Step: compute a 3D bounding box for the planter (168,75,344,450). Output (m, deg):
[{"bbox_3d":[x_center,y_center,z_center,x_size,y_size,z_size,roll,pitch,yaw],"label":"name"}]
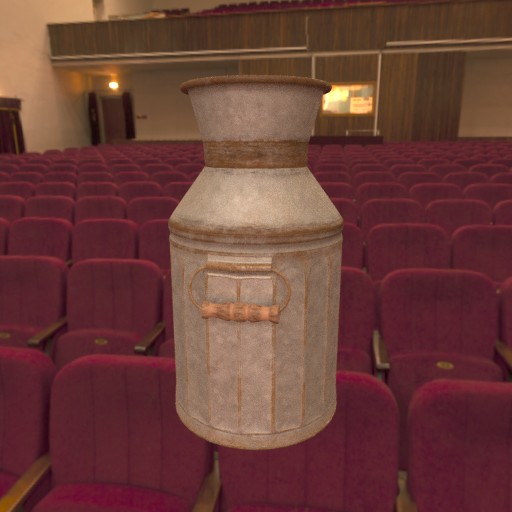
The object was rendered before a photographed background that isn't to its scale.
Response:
[{"bbox_3d":[0.000,0.000,0.549,0.214,0.396,0.245,2,14,9],"label":"planter"}]
